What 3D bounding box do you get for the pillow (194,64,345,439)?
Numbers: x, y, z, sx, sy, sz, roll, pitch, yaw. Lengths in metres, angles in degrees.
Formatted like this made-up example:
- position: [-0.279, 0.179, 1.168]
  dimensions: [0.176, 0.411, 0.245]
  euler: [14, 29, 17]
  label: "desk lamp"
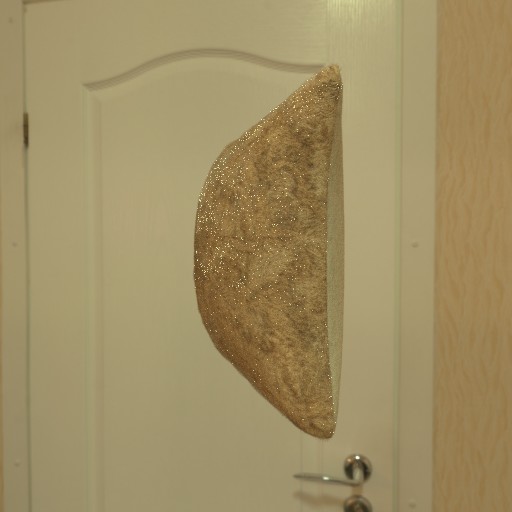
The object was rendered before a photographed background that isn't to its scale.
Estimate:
- position: [0.000, 0.000, 0.820]
  dimensions: [0.216, 0.525, 0.538]
  euler: [0, 2, -18]
  label: "pillow"
